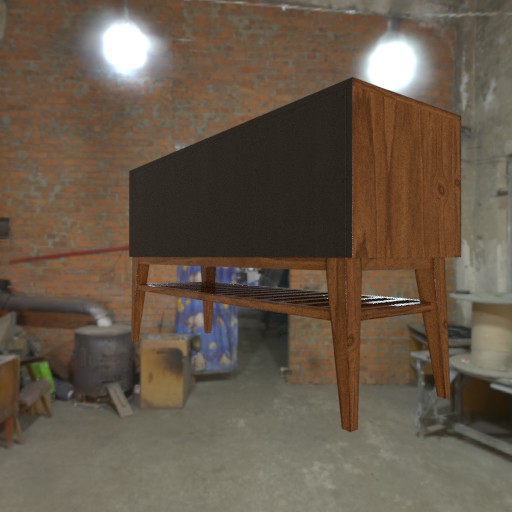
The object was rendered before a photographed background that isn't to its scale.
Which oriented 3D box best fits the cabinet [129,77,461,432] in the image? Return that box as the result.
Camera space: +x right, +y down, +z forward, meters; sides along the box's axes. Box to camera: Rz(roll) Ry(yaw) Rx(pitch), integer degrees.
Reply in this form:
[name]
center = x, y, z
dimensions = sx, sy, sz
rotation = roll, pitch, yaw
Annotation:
[cabinet]
center = 0.000, 0.000, 1.683
dimensions = 0.477, 0.802, 1.363
rotation = 0, 0, -37
